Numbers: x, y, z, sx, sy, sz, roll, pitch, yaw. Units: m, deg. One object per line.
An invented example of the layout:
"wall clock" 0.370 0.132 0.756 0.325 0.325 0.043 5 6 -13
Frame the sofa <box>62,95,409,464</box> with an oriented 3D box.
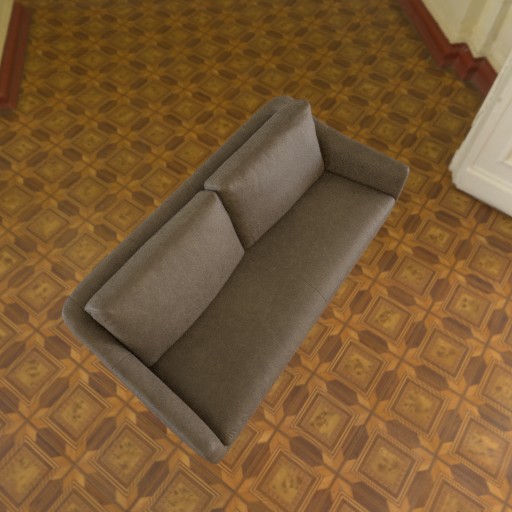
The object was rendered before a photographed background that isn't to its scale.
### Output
"sofa" 0.000 0.000 2.568 0.960 0.902 2.036 31 63 18
